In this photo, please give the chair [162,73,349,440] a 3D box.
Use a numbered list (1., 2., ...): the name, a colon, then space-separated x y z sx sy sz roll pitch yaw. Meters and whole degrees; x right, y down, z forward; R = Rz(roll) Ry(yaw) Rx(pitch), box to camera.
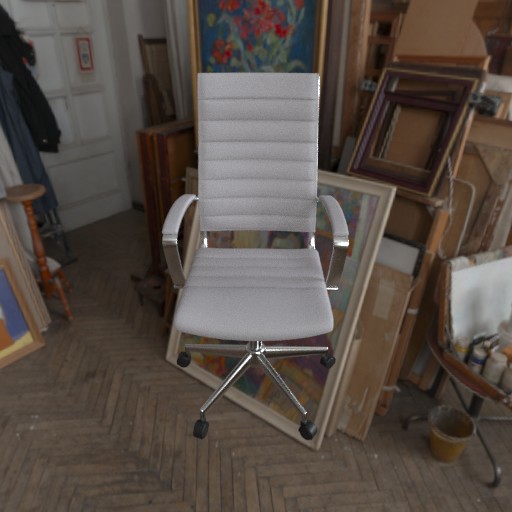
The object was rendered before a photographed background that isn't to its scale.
1. chair: 0.000 0.000 1.583 0.679 1.149 0.667 1 29 1
